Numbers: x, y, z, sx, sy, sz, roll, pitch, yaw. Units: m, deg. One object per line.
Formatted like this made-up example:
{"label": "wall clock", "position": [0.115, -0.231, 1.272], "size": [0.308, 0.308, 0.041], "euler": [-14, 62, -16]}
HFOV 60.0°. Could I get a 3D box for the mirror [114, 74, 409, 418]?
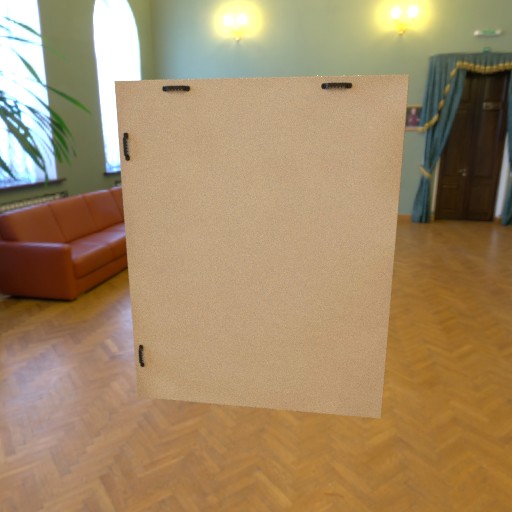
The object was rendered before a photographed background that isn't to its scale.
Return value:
{"label": "mirror", "position": [0.000, 0.000, 0.681], "size": [0.406, 0.509, 0.041], "euler": [2, 15, 8]}
